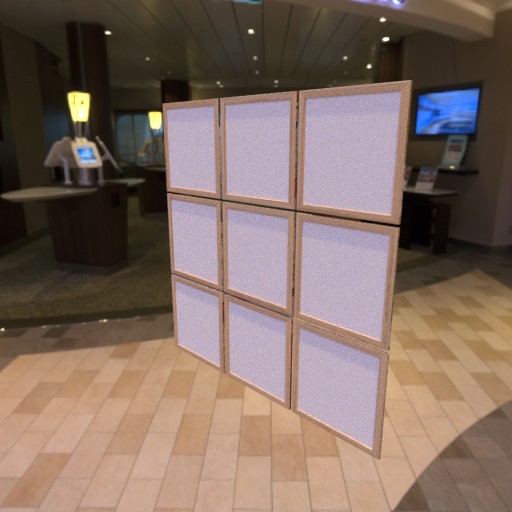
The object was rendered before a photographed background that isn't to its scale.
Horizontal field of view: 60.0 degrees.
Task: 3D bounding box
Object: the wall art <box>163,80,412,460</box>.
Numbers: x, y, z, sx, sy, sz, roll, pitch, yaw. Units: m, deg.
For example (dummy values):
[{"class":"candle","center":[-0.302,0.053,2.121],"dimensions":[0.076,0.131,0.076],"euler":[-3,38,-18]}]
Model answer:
[{"class":"wall art","center":[0.000,0.000,2.241],"dimensions":[0.013,1.534,1.519],"euler":[-14,21,-43]}]
